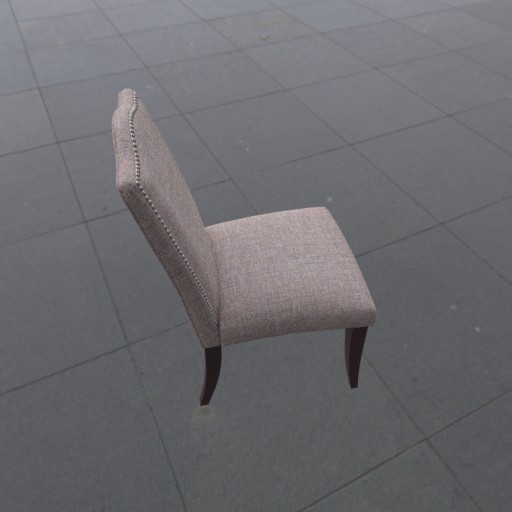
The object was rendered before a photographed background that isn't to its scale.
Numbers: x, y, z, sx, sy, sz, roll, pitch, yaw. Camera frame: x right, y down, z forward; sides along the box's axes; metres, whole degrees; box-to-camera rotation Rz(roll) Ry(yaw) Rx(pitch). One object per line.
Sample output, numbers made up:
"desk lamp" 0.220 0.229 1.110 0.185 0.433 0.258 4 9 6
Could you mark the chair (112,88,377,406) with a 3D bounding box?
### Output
"chair" 0.000 0.000 1.399 0.660 1.016 0.513 -8 47 -8
